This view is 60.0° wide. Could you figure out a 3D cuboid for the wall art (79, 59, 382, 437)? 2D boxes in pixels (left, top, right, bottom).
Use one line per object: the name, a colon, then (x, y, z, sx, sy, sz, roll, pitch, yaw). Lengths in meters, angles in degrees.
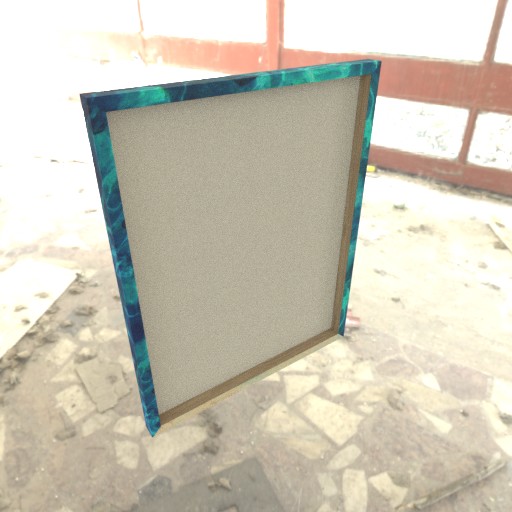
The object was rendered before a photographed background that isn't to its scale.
wall art: (0.000, 0.000, 0.989, 0.609, 0.760, 0.038, -20, 37, -29)
